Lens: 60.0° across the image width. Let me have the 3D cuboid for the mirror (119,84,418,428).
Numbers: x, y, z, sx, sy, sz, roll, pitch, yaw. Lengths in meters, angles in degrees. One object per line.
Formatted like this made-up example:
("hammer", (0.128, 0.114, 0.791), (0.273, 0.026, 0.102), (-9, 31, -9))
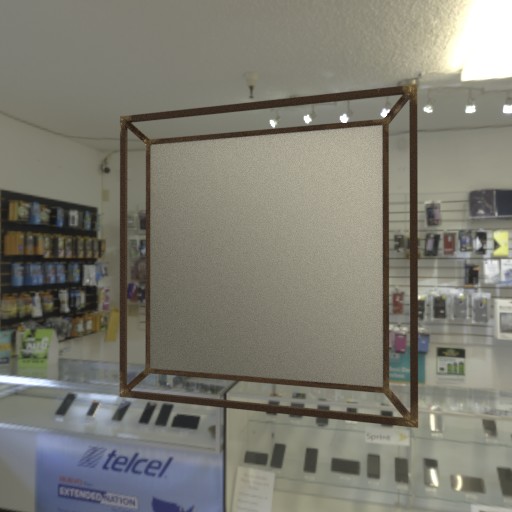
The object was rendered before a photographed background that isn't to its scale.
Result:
("mirror", (0.000, 0.000, 0.891), (0.610, 0.610, 0.032), (0, 0, 17))
